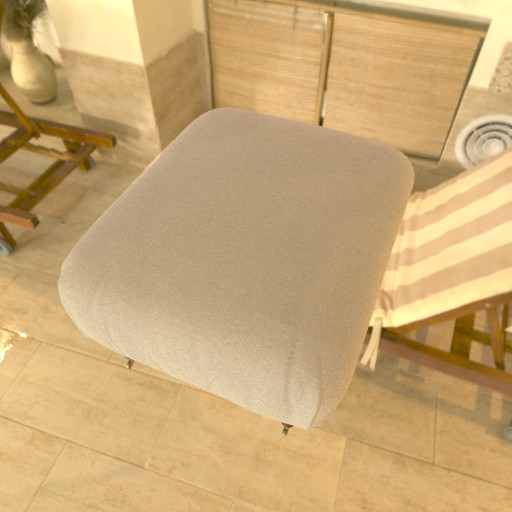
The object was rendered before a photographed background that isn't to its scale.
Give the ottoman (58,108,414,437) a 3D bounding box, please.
[{"bbox_3d":[0.000,0.000,1.120,0.622,0.450,0.746,18,51,15],"label":"ottoman"}]
